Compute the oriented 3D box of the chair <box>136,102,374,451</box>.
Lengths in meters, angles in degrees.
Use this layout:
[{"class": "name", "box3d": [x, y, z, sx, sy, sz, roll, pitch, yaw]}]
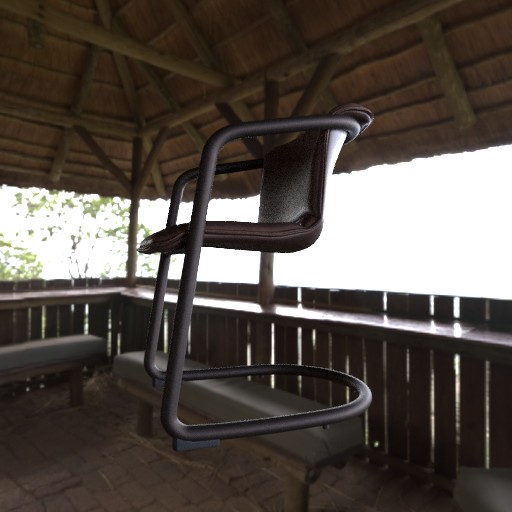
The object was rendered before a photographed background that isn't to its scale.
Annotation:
[{"class": "chair", "box3d": [0.000, 0.000, 1.275, 0.664, 0.836, 0.536, 0, -1, -18]}]
